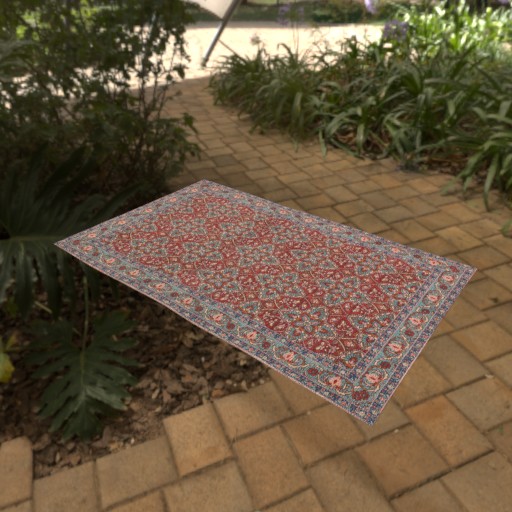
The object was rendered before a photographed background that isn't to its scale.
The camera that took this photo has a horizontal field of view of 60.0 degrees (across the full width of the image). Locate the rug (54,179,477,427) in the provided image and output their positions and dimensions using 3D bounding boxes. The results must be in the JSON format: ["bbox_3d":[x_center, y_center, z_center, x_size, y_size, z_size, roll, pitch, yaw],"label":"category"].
[{"bbox_3d":[0.000,0.000,2.993,2.439,0.011,1.533,23,38,32],"label":"rug"}]
